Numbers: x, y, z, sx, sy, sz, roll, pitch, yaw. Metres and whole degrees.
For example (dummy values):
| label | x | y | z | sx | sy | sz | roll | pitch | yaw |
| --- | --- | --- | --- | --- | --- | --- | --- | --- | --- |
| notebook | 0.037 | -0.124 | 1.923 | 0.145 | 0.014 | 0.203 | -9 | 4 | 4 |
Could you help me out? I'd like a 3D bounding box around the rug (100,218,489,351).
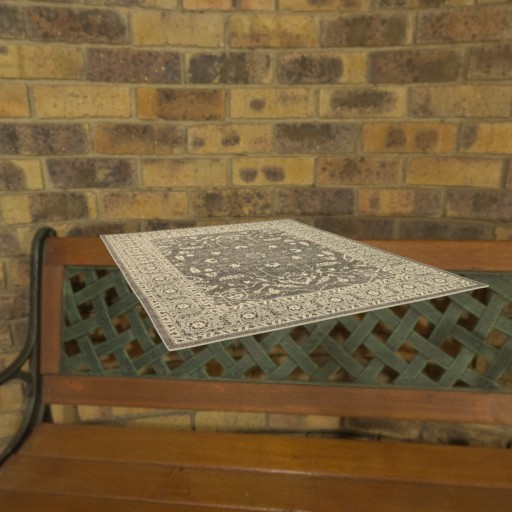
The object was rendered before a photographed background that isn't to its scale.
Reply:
| label | x | y | z | sx | sy | sz | roll | pitch | yaw |
| --- | --- | --- | --- | --- | --- | --- | --- | --- | --- |
| rug | 0.000 | 0.000 | 4.164 | 2.451 | 0.026 | 3.069 | -7 | 17 | -24 |
